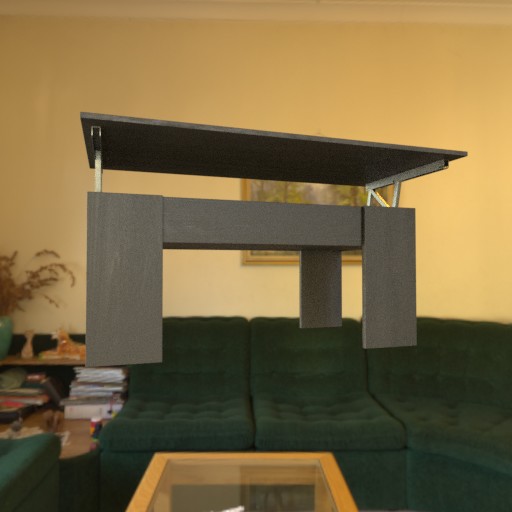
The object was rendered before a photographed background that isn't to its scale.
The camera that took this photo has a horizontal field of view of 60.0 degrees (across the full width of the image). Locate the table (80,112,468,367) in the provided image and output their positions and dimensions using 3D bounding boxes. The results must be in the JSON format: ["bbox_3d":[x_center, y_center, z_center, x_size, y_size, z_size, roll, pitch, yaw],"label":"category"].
[{"bbox_3d":[0.000,0.000,1.399,1.000,0.570,0.711,0,-2,-18],"label":"table"}]
